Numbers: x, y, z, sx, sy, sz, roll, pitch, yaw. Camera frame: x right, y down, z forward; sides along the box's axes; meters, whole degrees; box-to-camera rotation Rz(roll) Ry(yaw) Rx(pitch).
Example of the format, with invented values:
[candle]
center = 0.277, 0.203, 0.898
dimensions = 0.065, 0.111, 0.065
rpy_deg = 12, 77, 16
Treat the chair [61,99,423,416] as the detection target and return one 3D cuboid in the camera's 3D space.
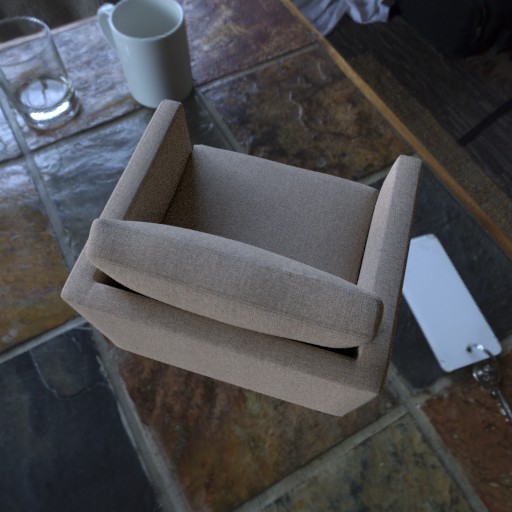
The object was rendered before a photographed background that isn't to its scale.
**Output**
[chair]
center = 0.000, 0.000, 1.841
dimensions = 1.107, 0.987, 0.959
rpy_deg = 15, 66, 7
